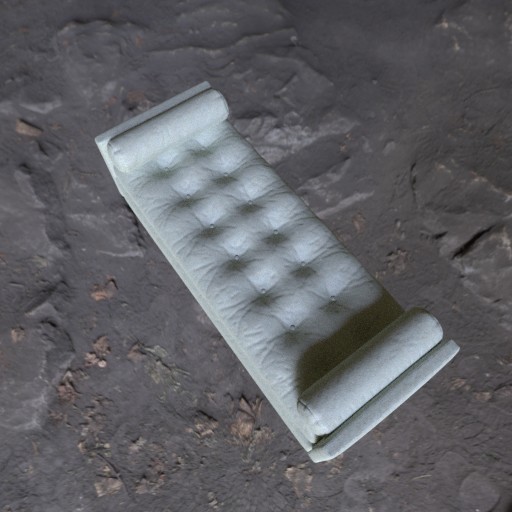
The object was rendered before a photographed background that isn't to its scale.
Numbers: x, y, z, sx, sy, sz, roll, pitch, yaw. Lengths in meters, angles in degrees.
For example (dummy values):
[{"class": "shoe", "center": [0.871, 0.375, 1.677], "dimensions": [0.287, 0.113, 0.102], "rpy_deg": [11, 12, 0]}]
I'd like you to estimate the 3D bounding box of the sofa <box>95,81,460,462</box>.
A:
[{"class": "sofa", "center": [0.000, 0.000, 2.517], "dimensions": [0.796, 0.705, 2.102], "rpy_deg": [-33, 68, -15]}]
